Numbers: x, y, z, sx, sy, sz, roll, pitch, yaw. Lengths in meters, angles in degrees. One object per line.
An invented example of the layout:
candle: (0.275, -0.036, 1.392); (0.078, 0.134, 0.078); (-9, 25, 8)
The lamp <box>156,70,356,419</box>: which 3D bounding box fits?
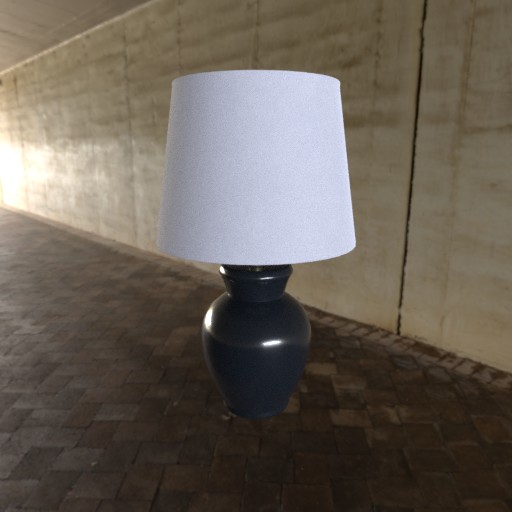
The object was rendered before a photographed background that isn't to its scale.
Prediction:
lamp: (0.000, 0.000, 0.548); (0.239, 0.399, 0.239); (0, 13, 0)
